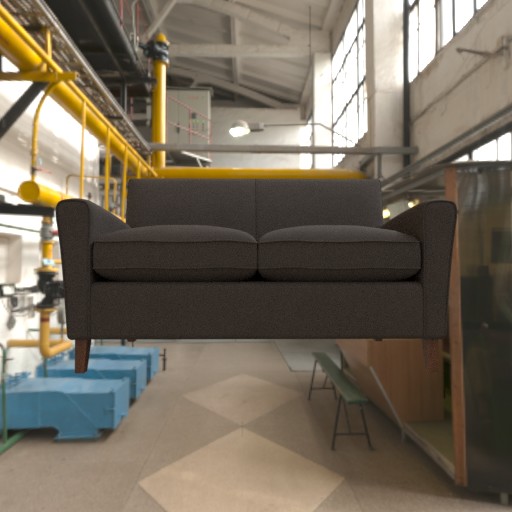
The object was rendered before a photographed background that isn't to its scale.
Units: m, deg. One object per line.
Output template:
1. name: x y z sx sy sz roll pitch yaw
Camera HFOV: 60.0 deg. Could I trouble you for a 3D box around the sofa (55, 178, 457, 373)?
1. sofa: 0.000 0.000 1.979 1.420 0.846 0.871 0 -1 -1
